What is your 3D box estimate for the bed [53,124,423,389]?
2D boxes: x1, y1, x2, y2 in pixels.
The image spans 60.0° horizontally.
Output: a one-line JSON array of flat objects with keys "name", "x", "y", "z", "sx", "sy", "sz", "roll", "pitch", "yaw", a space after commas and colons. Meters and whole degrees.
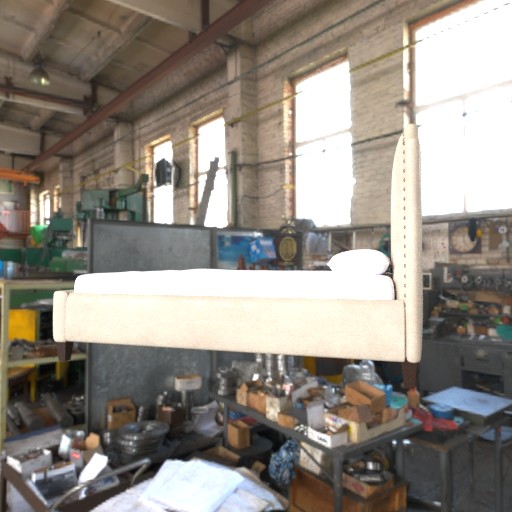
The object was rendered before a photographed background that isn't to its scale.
[{"name": "bed", "x": 0.000, "y": 0.000, "z": 3.457, "sx": 2.372, "sy": 1.443, "sz": 1.712, "roll": 0, "pitch": -1, "yaw": 17}]
